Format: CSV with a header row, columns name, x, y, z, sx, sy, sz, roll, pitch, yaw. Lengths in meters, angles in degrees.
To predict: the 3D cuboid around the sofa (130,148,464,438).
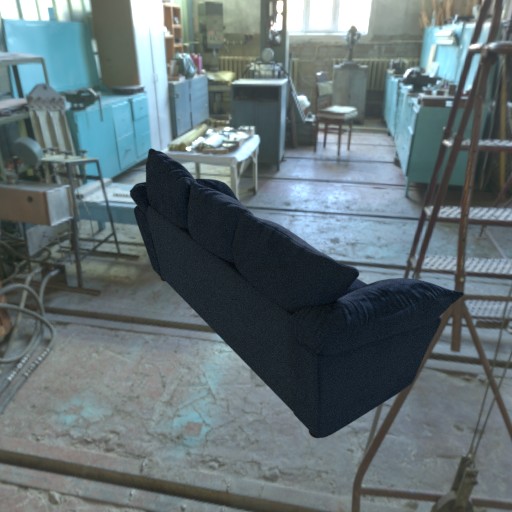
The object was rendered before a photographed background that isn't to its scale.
name,x,y,z,sx,sy,sz,roll,pitch,yaw
sofa,0.000,0.000,2.927,0.907,1.091,2.390,-17,32,-30
